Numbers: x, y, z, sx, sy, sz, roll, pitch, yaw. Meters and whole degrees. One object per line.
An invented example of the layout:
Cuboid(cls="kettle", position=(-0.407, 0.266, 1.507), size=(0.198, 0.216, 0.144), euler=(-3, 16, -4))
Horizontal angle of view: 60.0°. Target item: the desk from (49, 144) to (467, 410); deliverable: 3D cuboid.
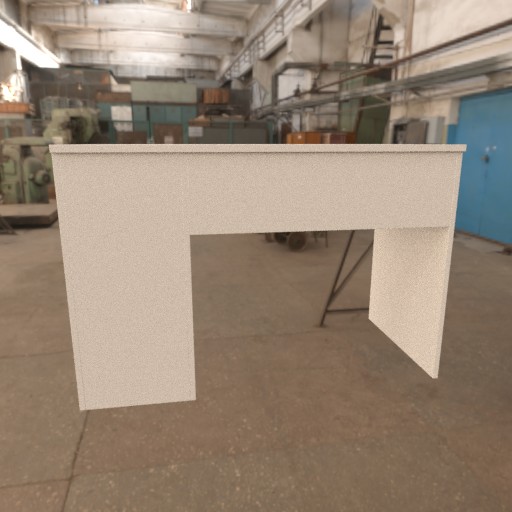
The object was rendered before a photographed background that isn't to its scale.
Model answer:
Cuboid(cls="desk", position=(0.000, 0.000, 1.505), size=(1.097, 0.735, 0.560), euler=(-2, 14, -9))
